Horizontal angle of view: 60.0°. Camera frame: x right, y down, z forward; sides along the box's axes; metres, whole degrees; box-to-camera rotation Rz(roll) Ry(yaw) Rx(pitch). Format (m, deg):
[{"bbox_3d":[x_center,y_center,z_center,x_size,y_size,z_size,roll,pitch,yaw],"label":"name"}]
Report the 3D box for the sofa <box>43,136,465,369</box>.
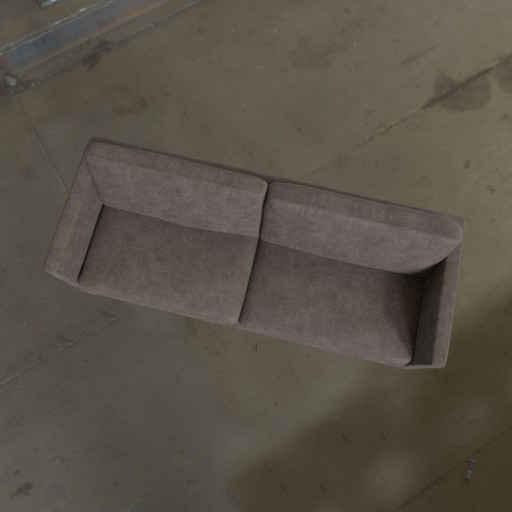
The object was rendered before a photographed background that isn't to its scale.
[{"bbox_3d":[0.000,0.000,2.926,2.434,0.965,0.951,13,76,3],"label":"sofa"}]
